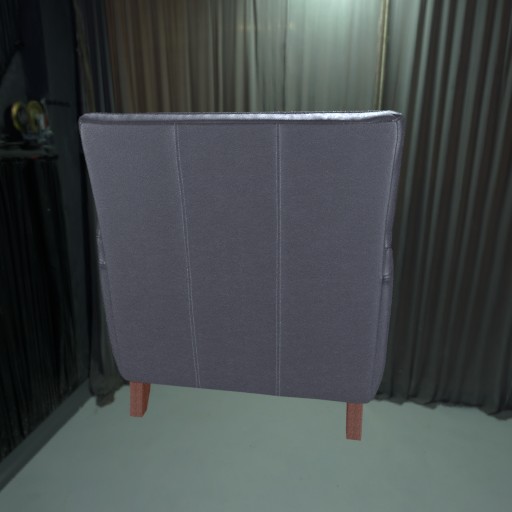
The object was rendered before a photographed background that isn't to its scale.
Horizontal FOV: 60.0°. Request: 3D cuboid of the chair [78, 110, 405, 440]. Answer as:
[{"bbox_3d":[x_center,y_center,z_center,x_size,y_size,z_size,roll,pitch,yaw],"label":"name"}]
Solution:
[{"bbox_3d":[0.000,0.000,1.567,0.870,0.943,0.825,3,16,9],"label":"chair"}]
